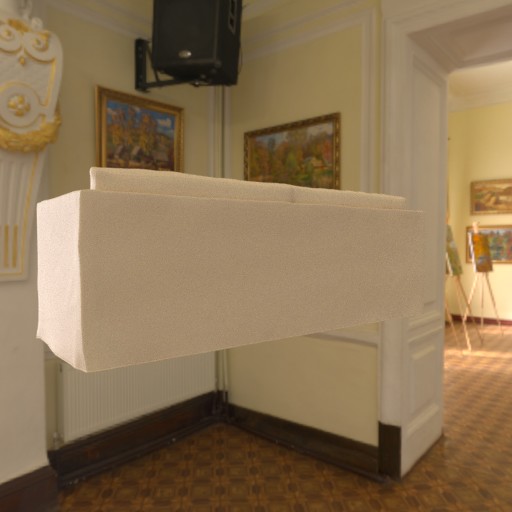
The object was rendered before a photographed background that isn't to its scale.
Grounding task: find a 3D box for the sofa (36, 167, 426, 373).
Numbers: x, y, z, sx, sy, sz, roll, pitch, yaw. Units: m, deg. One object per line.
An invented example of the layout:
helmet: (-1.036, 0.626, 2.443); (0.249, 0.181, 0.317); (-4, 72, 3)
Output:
sofa: (0.000, 0.000, 3.233); (2.779, 0.999, 1.036); (-2, 3, -37)
